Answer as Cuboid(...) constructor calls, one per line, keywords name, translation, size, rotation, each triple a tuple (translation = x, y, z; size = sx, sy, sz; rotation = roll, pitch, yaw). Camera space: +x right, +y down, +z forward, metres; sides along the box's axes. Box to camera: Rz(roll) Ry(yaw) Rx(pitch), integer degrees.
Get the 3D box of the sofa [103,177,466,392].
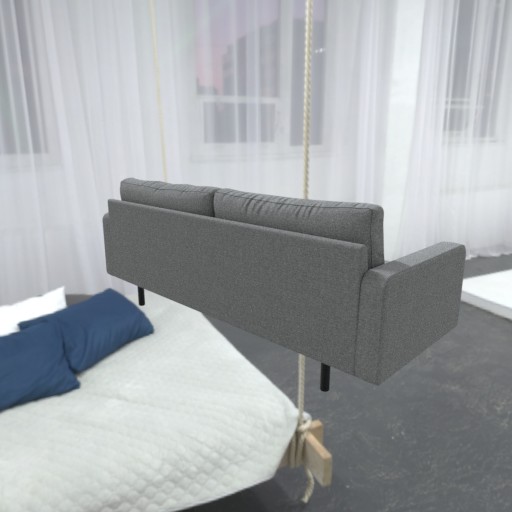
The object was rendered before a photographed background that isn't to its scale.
Cuboid(name="sofa", translation=(0.000, 0.000, 2.736), size=(2.200, 0.880, 0.880), rotation=(14, 20, 42))
